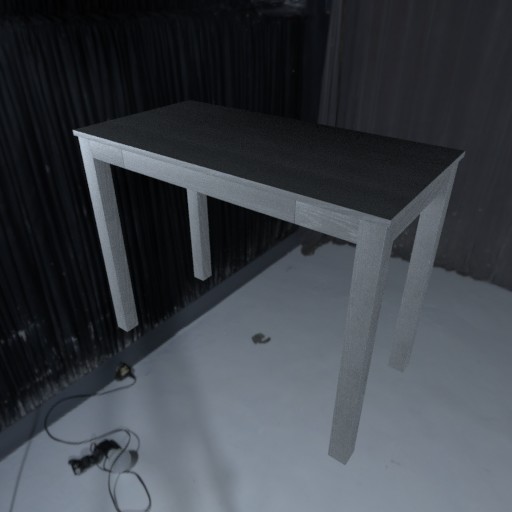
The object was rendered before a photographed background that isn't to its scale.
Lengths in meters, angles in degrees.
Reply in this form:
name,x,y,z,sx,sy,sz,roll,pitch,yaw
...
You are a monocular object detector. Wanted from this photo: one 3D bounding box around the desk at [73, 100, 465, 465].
name,x,y,z,sx,sy,sz,roll,pitch,yaw
desk,0.000,0.000,1.437,0.991,0.762,0.499,21,37,31
